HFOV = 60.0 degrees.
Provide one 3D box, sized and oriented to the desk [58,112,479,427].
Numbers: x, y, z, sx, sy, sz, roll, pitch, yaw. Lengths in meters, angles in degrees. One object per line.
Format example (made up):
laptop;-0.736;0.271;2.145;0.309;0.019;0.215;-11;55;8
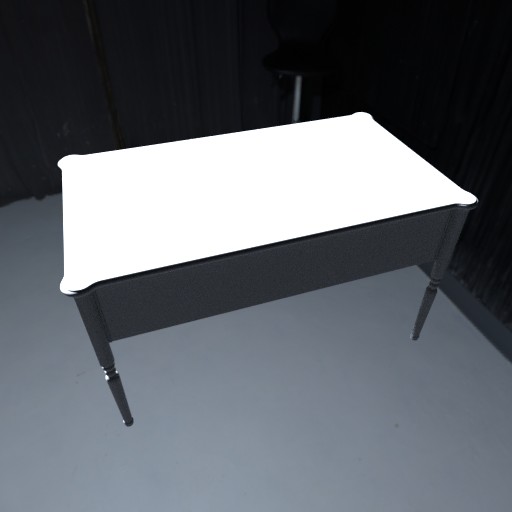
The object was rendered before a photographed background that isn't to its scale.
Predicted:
desk;0.000;0.000;1.873;1.380;0.762;0.807;-13;42;-14
